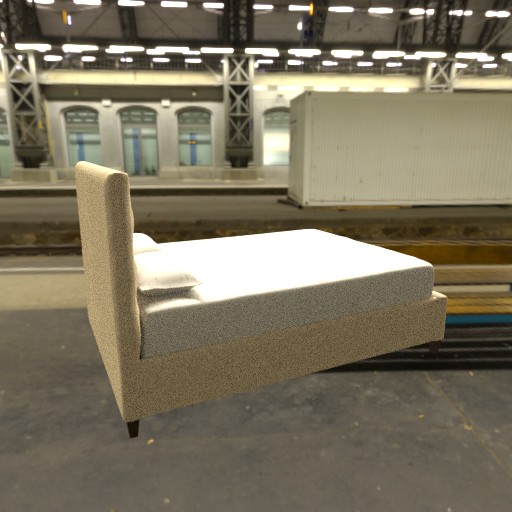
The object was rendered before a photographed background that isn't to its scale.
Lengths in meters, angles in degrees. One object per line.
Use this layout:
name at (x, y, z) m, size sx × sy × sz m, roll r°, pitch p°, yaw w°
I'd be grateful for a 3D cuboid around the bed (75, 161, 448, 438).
bed at (0.000, 0.000, 3.446) m, size 2.387 × 1.427 × 1.698 m, roll -7°, pitch 15°, yaw -25°
